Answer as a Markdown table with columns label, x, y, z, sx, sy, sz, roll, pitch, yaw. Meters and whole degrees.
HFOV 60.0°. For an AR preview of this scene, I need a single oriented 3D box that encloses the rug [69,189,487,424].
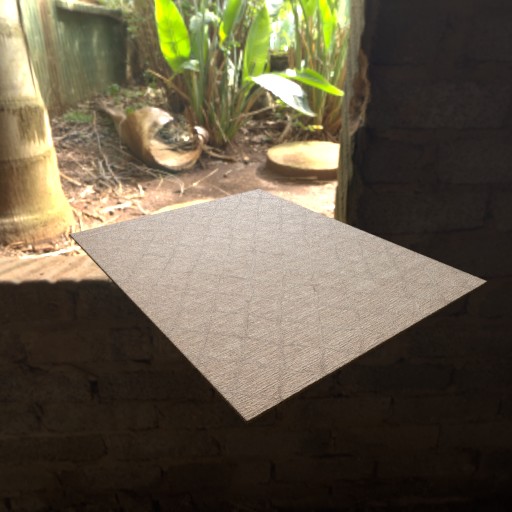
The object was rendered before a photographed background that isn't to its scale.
| label | x | y | z | sx | sy | sz | roll | pitch | yaw |
| --- | --- | --- | --- | --- | --- | --- | --- | --- | --- |
| rug | 0.000 | 0.000 | 4.030 | 2.420 | 0.019 | 3.039 | -19 | 32 | -33 |
